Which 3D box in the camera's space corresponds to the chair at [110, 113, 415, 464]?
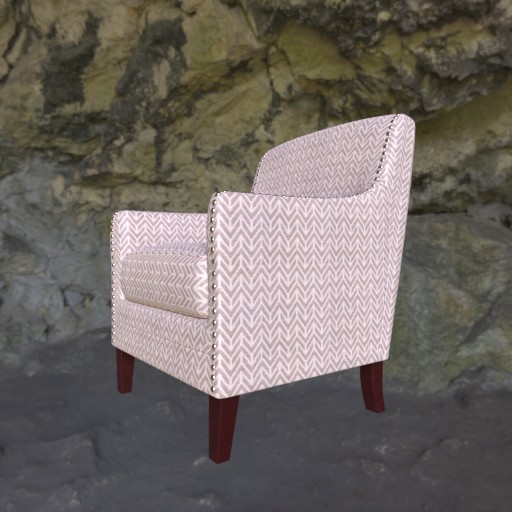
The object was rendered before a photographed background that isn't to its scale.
[{"bbox_3d":[0.000,0.000,1.284,0.651,0.816,0.623,-1,1,-37],"label":"chair"}]
